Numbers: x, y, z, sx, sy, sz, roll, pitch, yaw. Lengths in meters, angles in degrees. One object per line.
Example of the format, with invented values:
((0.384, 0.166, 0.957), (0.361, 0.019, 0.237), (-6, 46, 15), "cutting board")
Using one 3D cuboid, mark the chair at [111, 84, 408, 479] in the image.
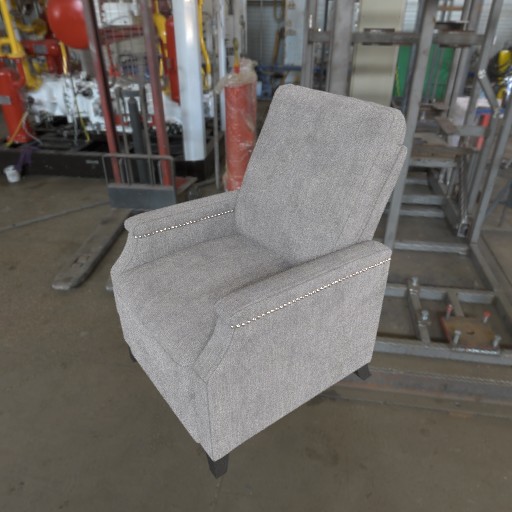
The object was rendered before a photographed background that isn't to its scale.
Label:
((0.000, 0.000, 1.603), (0.922, 1.049, 0.710), (-21, 37, -31), "chair")
